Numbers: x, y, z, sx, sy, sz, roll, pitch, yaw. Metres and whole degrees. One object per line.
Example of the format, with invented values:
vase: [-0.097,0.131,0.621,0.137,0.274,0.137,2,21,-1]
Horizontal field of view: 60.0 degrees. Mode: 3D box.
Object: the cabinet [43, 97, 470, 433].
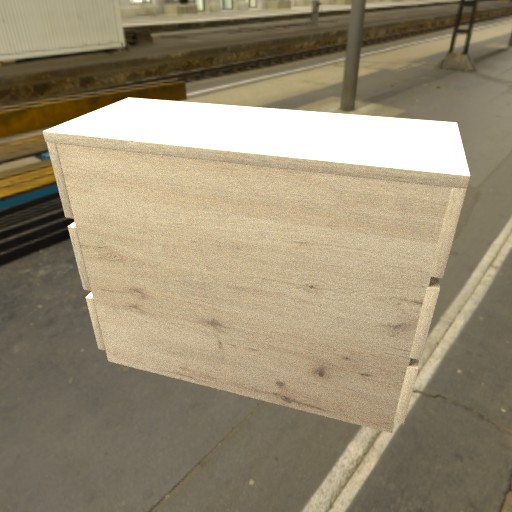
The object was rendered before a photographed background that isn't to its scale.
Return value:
cabinet: [0.000,0.000,1.412,1.040,0.820,0.420,9,33,15]
